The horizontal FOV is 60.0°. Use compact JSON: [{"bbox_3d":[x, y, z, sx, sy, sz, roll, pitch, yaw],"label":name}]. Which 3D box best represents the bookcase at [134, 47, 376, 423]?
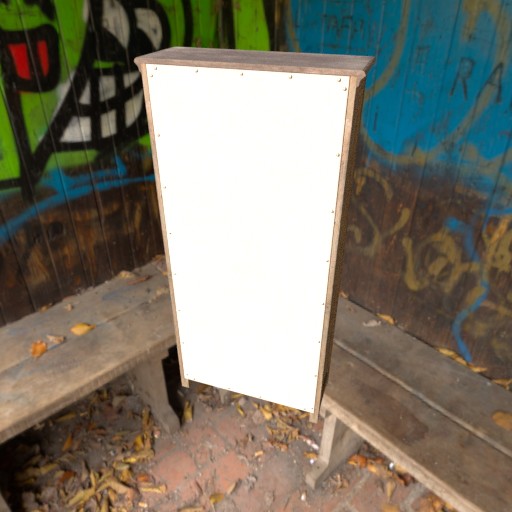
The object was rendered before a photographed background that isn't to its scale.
[{"bbox_3d":[0.000,0.000,2.267,0.906,1.880,0.348,10,34,16],"label":"bookcase"}]
